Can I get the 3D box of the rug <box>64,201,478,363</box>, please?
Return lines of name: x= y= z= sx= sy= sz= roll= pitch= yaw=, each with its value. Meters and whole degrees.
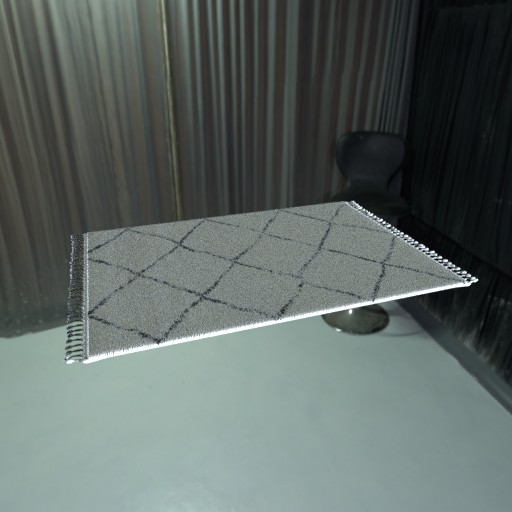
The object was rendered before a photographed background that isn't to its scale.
rug: x=0.000 y=0.000 z=2.895 sx=2.307 sy=0.031 sz=1.494 roll=-9 pitch=28 yaw=-17
